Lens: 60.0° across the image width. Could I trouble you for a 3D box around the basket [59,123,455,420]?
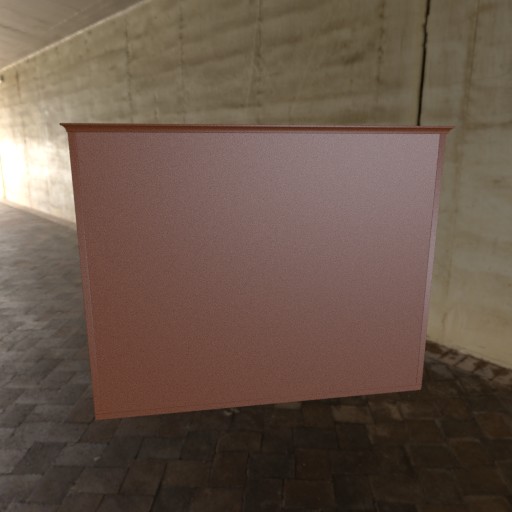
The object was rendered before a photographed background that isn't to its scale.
[{"bbox_3d":[0.000,0.000,1.129,0.792,0.625,0.376,-2,14,-9],"label":"basket"}]
